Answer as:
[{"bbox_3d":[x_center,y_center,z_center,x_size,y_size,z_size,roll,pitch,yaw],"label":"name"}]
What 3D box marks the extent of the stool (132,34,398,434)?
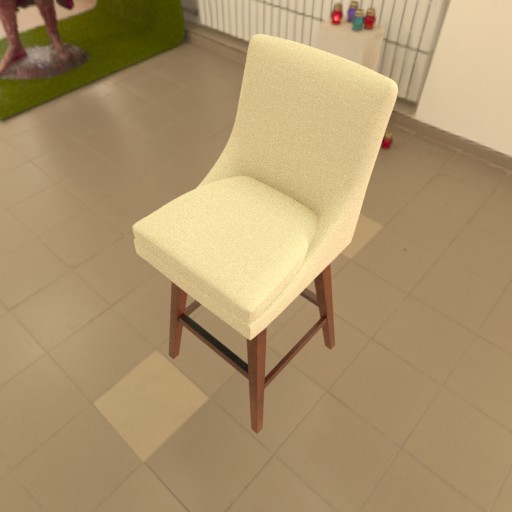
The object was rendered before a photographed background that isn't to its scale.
[{"bbox_3d":[0.000,0.000,1.387,0.470,1.097,0.559,33,56,27],"label":"stool"}]
